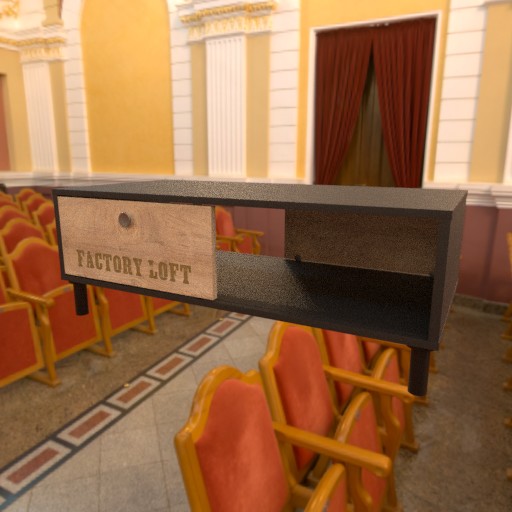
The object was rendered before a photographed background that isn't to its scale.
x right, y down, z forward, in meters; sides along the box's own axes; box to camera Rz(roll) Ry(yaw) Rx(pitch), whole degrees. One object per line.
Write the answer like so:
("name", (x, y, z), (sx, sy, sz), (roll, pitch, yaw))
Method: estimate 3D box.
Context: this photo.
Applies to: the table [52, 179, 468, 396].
("table", (0.000, 0.000, 1.343), (1.100, 0.400, 0.550), (7, 15, 27))
